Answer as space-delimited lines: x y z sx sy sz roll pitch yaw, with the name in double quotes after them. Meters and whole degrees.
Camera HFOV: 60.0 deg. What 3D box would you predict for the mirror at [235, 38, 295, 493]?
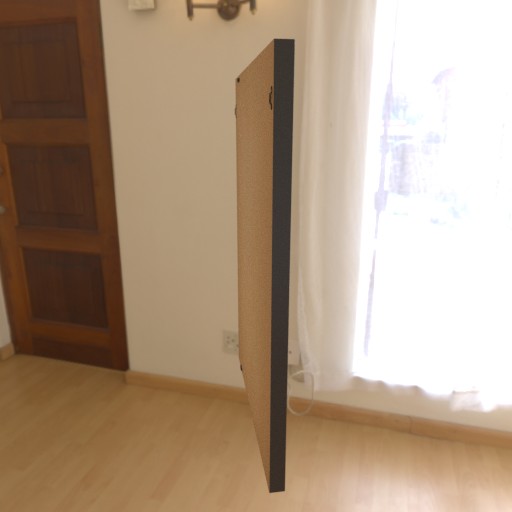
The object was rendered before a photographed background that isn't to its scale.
0.000 0.000 1.144 0.040 0.915 0.609 -2 16 -8 "mirror"
